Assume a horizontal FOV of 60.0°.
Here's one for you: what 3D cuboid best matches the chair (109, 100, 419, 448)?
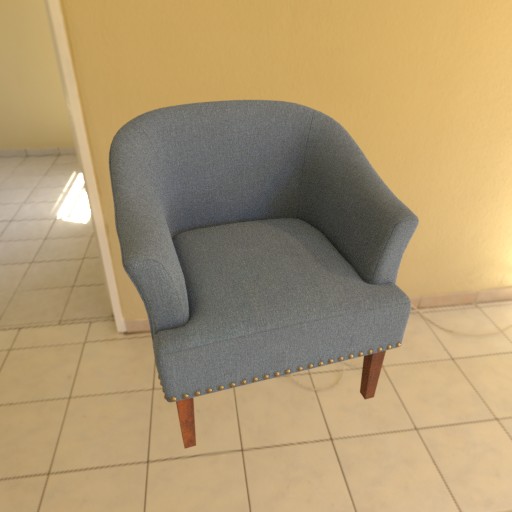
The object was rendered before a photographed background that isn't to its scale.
[{"bbox_3d":[0.000,0.000,1.398,0.798,0.815,0.704,-9,32,-15],"label":"chair"}]
